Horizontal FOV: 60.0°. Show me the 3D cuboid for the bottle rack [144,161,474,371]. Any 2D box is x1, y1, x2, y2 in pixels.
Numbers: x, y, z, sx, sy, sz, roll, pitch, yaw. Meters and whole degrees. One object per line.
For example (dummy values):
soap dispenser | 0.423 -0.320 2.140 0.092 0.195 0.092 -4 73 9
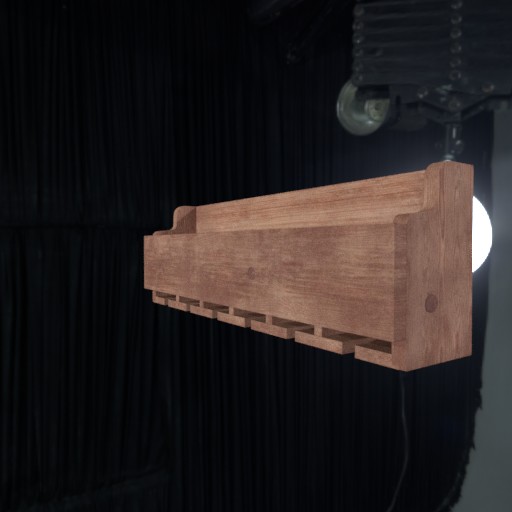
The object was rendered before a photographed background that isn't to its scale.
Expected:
bottle rack | 0.000 0.000 0.673 0.126 0.196 0.608 -1 2 -34
